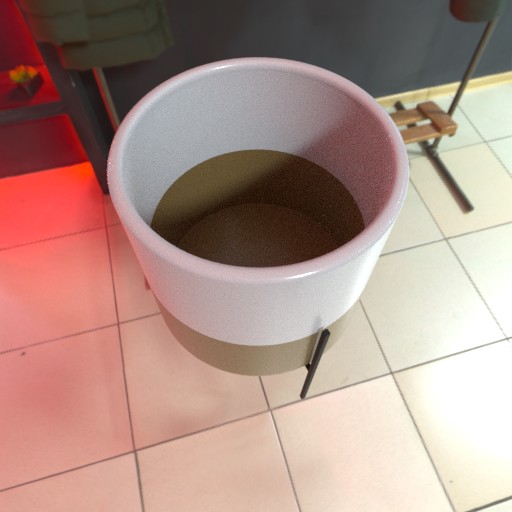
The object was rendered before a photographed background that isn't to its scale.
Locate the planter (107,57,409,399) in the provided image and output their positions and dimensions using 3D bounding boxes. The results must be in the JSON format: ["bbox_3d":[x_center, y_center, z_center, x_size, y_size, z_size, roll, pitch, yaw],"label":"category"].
[{"bbox_3d":[0.000,0.000,0.629,0.310,0.432,0.310,15,60,9],"label":"planter"}]
